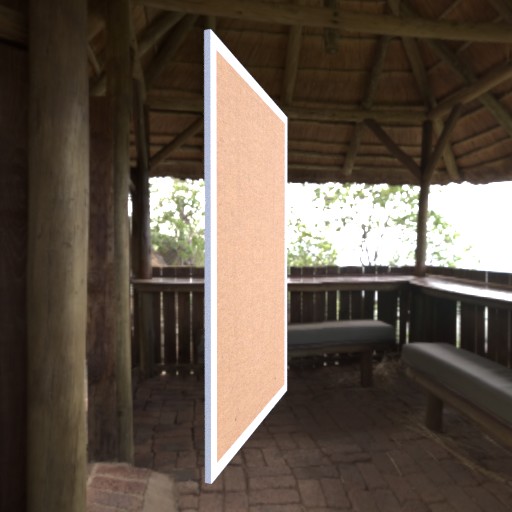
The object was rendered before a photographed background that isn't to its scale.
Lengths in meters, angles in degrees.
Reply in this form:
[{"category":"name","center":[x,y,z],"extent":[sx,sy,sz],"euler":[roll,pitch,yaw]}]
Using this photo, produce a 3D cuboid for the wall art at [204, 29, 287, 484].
[{"category":"wall art","center":[0.000,0.000,1.257],"extent":[0.015,0.965,0.660],"euler":[0,1,18]}]
